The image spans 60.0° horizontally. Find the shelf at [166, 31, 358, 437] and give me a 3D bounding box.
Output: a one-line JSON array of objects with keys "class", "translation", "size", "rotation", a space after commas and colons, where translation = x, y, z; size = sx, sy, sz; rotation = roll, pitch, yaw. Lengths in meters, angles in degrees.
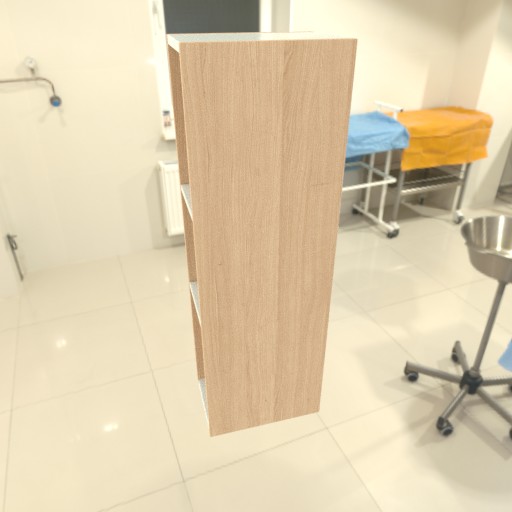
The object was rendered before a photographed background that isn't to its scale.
[{"class": "shelf", "translation": [0.000, 0.000, 0.990], "size": [0.290, 0.882, 0.197], "rotation": [-8, 31, -13]}]
